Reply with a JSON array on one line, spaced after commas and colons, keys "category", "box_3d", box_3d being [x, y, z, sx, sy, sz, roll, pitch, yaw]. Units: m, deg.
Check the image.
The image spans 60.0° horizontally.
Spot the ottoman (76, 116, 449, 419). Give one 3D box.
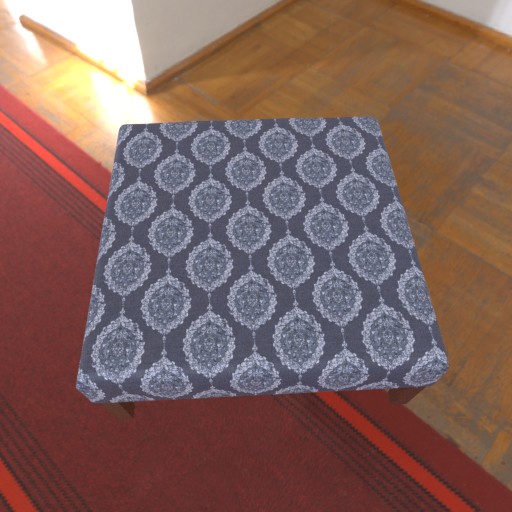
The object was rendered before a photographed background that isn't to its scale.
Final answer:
[{"category": "ottoman", "box_3d": [0.000, 0.000, 1.401, 0.889, 0.409, 0.890, -2, 57, -2]}]
